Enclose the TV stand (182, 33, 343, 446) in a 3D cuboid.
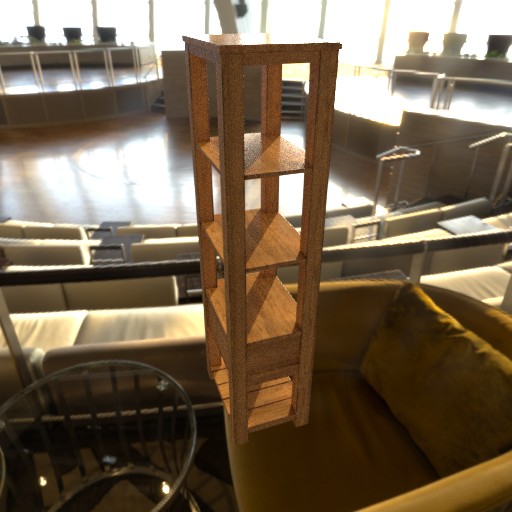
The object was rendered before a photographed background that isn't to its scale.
[{"bbox_3d":[0.000,0.000,2.067,0.435,1.828,0.565,-10,31,-17],"label":"TV stand"}]
